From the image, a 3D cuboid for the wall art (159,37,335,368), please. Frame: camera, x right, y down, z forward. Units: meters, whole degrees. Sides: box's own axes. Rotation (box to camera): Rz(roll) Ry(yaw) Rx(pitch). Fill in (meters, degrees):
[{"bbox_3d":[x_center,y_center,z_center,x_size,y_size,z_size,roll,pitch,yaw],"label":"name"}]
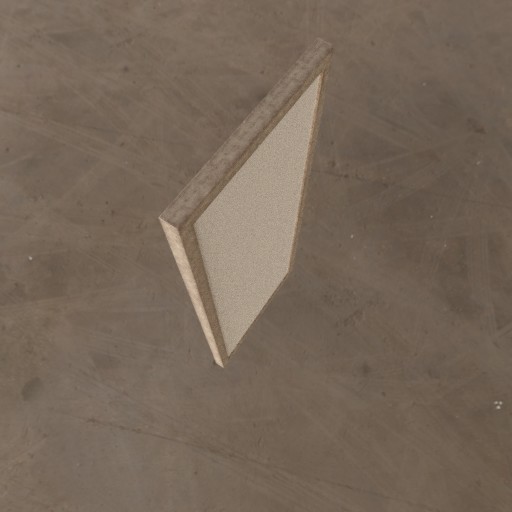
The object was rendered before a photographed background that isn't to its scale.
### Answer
[{"bbox_3d":[0.000,0.000,1.688,0.051,1.461,0.648,31,69,14],"label":"wall art"}]
